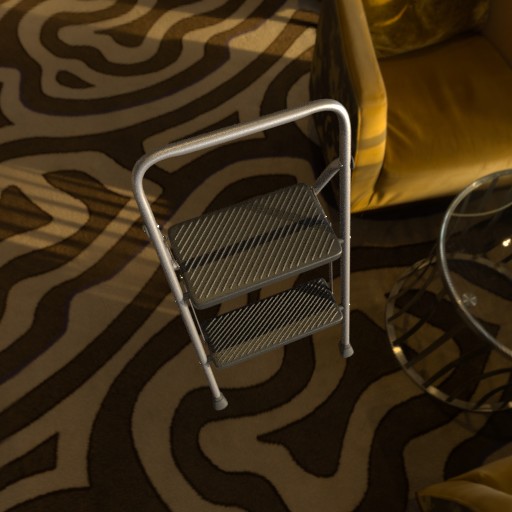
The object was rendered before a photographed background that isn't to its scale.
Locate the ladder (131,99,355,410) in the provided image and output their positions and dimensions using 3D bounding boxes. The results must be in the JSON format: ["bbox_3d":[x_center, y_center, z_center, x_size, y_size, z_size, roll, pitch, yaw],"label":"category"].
[{"bbox_3d":[0.000,0.000,1.027,0.430,0.720,0.472,-20,65,-10],"label":"ladder"}]
